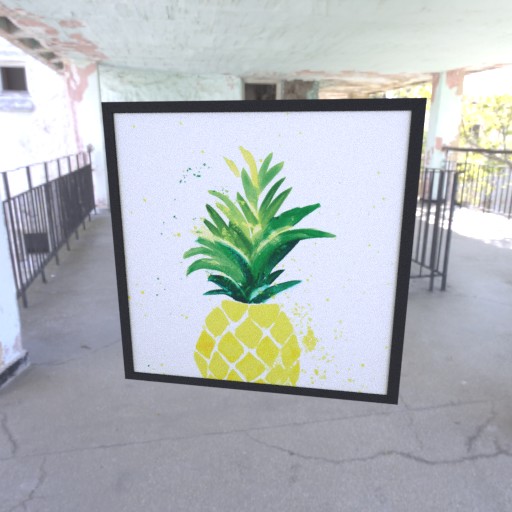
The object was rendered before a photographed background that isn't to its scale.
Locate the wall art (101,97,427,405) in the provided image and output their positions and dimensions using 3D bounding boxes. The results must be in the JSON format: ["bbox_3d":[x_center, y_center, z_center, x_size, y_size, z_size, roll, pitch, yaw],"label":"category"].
[{"bbox_3d":[0.000,0.000,0.765,0.508,0.507,0.033,3,15,9],"label":"wall art"}]
